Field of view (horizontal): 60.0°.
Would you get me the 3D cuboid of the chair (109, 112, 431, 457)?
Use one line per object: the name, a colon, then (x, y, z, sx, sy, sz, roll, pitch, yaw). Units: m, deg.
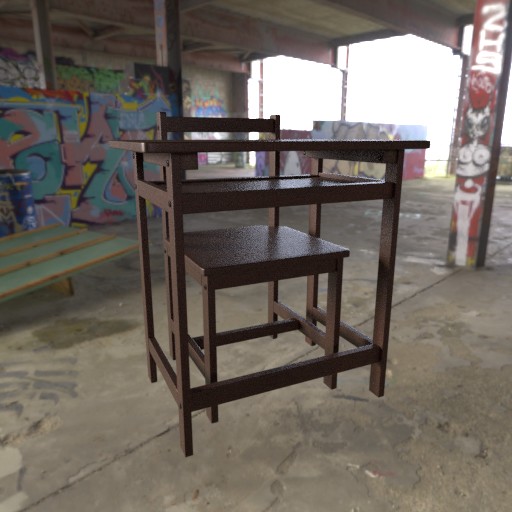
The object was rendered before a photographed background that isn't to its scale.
chair: (0.000, 0.000, 1.068, 0.599, 0.673, 0.463, -7, 17, -24)
